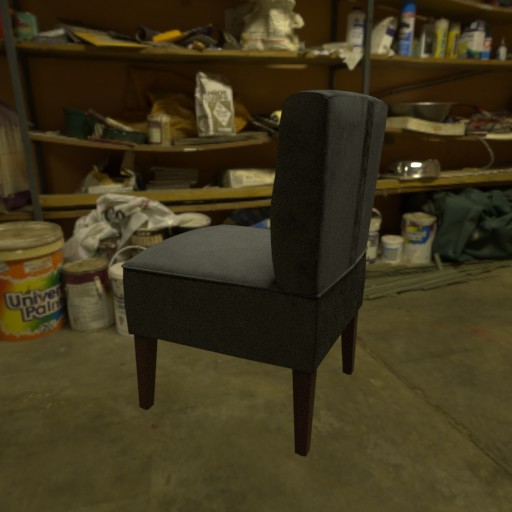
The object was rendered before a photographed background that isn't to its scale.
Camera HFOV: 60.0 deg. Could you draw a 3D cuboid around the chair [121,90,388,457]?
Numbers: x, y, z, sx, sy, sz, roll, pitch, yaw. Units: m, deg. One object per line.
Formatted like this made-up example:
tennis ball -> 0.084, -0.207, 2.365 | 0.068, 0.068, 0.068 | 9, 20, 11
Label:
chair -> 0.000, 0.000, 1.185 | 0.554, 0.806, 0.521 | 8, 19, 26
